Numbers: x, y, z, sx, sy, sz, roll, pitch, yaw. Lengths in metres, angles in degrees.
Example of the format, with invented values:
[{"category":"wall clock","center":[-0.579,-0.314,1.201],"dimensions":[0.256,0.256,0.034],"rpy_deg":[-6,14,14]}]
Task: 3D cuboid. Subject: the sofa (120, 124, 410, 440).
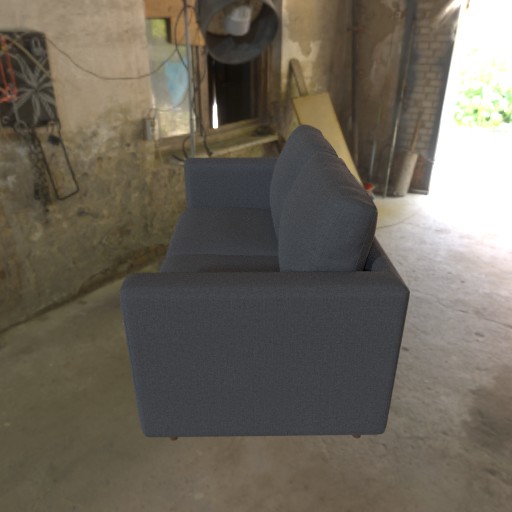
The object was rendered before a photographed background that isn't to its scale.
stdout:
[{"category":"sofa","center":[0.000,0.000,1.886],"dimensions":[0.796,0.908,1.430],"rpy_deg":[0,26,-1]}]
